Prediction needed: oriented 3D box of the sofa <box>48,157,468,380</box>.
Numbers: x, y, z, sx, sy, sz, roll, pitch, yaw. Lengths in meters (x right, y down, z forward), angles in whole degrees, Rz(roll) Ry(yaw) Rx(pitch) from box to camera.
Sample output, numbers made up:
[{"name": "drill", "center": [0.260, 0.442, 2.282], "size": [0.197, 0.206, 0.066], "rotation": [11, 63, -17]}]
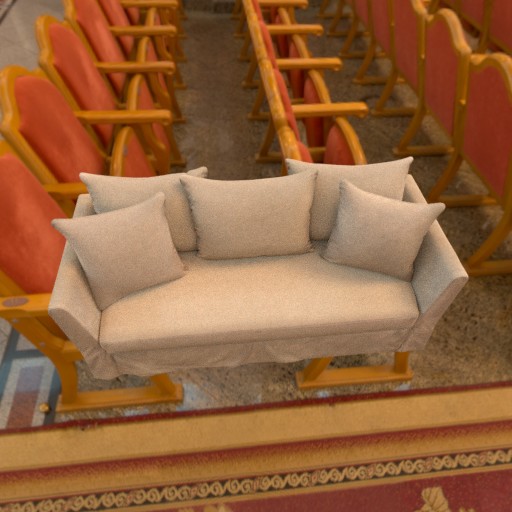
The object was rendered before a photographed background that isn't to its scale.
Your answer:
[{"name": "sofa", "center": [0.000, 0.000, 2.868], "size": [2.290, 1.034, 1.031], "rotation": [-4, 47, -4]}]
